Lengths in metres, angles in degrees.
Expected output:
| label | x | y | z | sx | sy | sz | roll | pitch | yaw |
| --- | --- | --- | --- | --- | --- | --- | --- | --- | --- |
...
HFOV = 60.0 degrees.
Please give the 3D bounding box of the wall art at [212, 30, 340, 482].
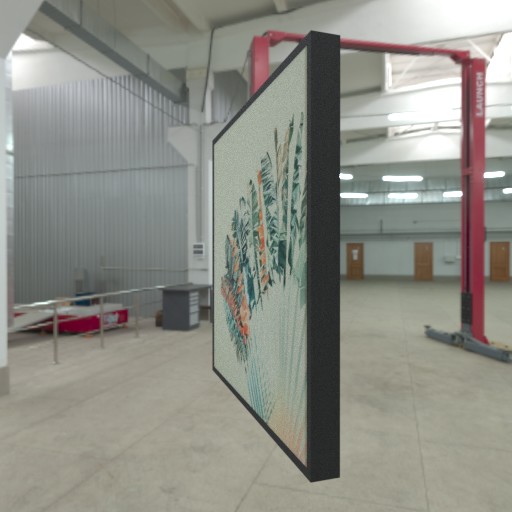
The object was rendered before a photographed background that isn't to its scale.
| label | x | y | z | sx | sy | sz | roll | pitch | yaw |
| --- | --- | --- | --- | --- | --- | --- | --- | --- | --- |
| wall art | 0.000 | 0.000 | 0.744 | 0.037 | 0.507 | 0.509 | 0 | 0 | -18 |
